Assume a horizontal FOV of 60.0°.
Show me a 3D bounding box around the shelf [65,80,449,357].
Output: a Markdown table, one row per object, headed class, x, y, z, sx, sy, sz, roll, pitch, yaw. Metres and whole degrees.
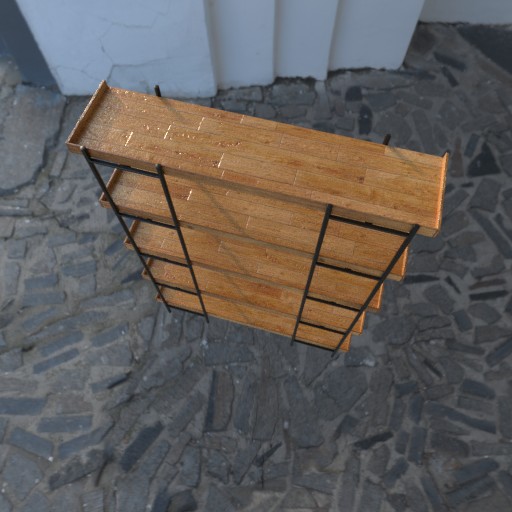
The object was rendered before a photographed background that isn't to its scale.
| class | x | y | z | sx | sy | sz | roll | pitch | yaw |
| --- | --- | --- | --- | --- | --- | --- | --- | --- | --- |
| shelf | 0.000 | 0.000 | 2.437 | 1.371 | 1.826 | 0.379 | 14 | 65 | 7 |
